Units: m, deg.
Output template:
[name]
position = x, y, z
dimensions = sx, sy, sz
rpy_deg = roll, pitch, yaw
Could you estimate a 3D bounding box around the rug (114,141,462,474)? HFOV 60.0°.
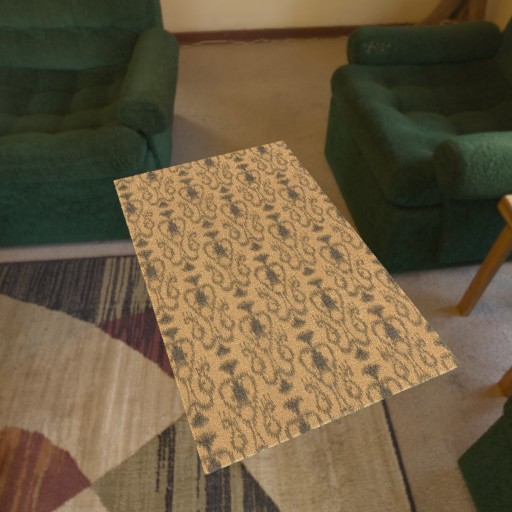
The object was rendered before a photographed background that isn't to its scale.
[rug]
position = 0.000, 0.000, 2.084
dimensions = 1.035, 0.006, 1.652
rpy_deg = -17, 50, -15
